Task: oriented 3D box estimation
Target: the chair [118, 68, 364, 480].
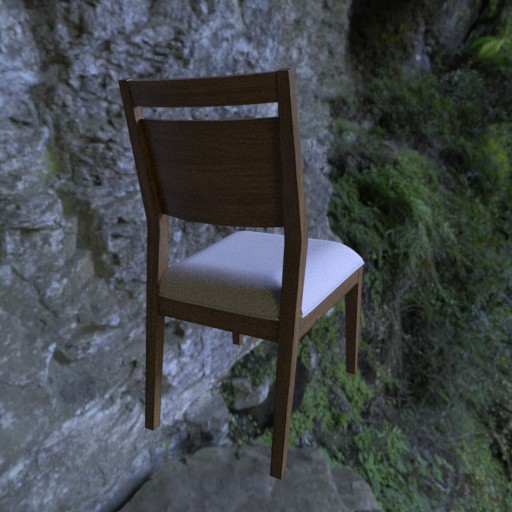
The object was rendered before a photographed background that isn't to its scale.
[{"bbox_3d":[0.000,0.000,1.289,0.497,0.939,0.610,8,18,26],"label":"chair"}]
